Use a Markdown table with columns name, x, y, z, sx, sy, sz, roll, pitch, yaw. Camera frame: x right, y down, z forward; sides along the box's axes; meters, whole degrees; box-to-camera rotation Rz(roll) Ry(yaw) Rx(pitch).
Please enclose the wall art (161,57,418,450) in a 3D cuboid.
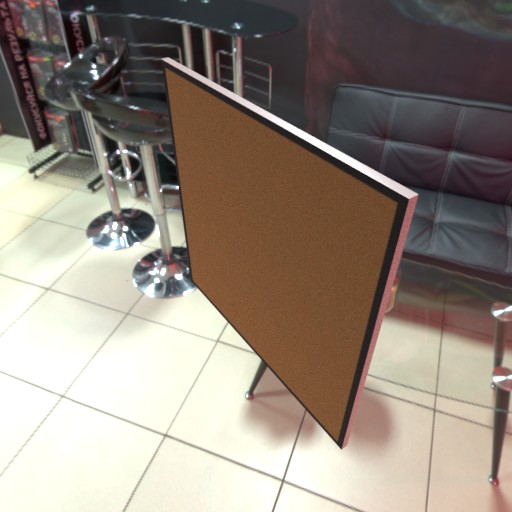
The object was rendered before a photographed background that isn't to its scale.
| name | x | y | z | sx | sy | sz | roll | pitch | yaw |
| --- | --- | --- | --- | --- | --- | --- | --- | --- | --- |
| wall art | 0.000 | 0.000 | 1.175 | 0.022 | 0.803 | 0.805 | -26 | 47 | -26 |
